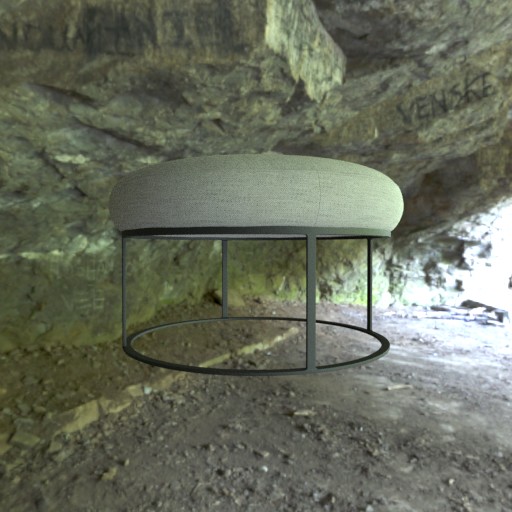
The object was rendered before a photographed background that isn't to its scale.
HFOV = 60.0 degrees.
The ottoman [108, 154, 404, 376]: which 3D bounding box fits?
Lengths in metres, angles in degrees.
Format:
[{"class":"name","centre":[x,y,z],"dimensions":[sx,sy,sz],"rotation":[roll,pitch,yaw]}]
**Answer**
[{"class":"ottoman","centre":[0.000,0.000,1.219],"dimensions":[0.769,0.459,0.769],"rotation":[0,1,0]}]
